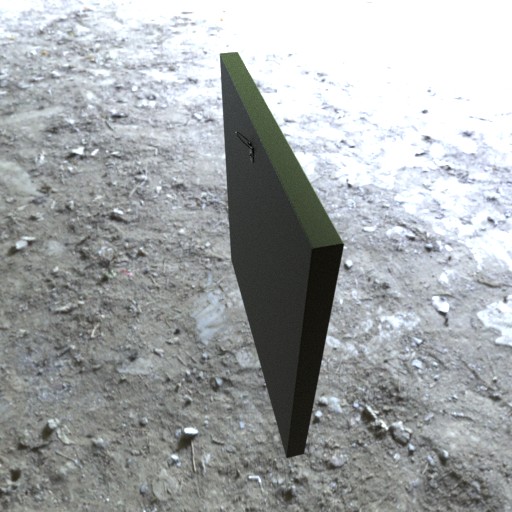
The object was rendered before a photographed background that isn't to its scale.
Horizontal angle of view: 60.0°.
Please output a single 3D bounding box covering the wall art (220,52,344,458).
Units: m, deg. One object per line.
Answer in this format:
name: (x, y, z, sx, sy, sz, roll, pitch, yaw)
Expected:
wall art: (0.000, 0.000, 0.533, 0.038, 0.349, 0.349, -9, 45, -9)
